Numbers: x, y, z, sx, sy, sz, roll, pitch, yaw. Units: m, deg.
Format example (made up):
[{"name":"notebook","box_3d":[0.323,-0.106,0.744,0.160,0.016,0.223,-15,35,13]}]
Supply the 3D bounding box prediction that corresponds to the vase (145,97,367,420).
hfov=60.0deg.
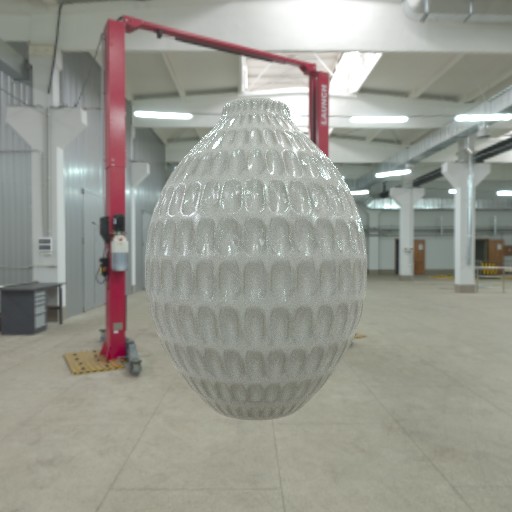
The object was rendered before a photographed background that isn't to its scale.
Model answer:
[{"name":"vase","box_3d":[0.000,0.000,0.332,0.162,0.223,0.162,0,1,0]}]
